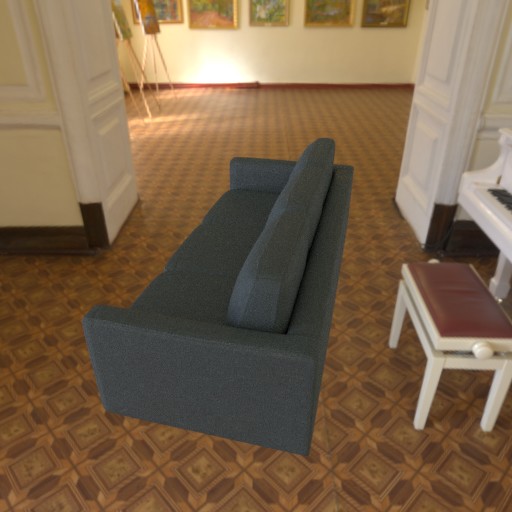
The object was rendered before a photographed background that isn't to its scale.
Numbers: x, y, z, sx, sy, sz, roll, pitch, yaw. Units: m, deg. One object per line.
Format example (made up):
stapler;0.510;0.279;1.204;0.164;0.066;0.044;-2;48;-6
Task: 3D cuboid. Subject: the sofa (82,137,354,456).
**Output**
sofa;0.000;0.000;2.530;0.935;0.945;2.013;7;31;12
